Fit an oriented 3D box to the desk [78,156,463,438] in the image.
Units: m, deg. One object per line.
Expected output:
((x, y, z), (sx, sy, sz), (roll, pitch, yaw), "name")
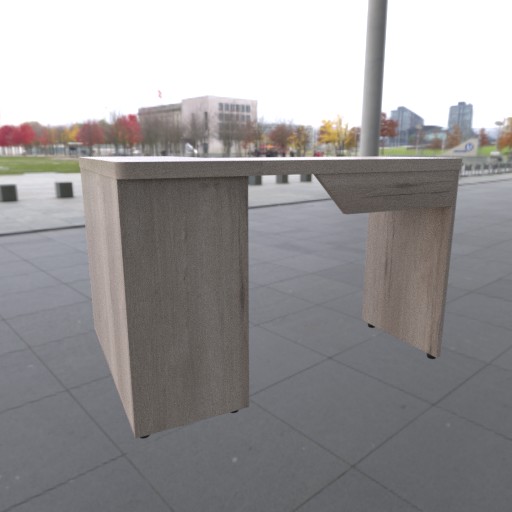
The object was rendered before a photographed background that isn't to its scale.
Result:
((0.000, 0.000, 1.751), (1.169, 0.760, 0.900), (-7, 15, -26), "desk")
